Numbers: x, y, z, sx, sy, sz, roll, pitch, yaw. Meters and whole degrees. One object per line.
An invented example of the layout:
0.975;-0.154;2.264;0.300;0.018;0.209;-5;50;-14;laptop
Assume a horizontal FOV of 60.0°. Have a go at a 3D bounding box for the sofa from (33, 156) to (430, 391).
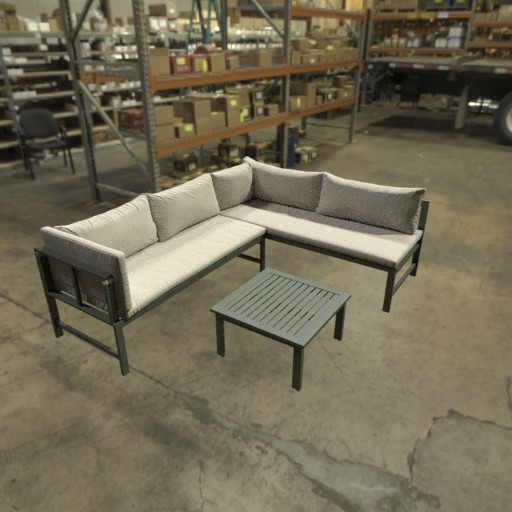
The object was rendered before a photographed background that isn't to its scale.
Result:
0.000;0.000;2.989;1.658;0.758;2.096;17;31;30;sofa
